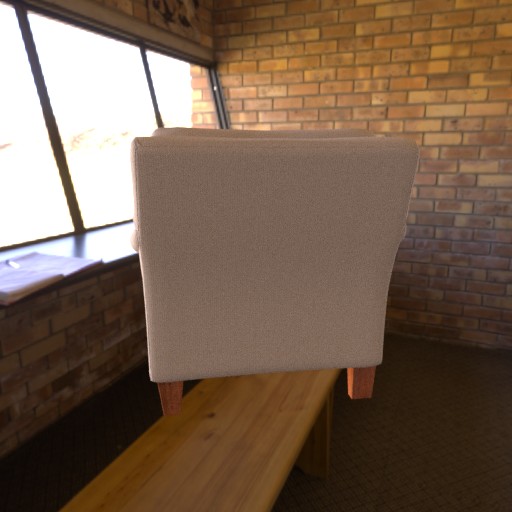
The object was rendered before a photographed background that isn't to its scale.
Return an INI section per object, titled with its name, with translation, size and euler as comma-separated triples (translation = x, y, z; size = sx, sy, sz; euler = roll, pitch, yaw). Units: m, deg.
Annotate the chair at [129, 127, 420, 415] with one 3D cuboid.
[chair]
translation = 0.000, 0.000, 1.909
size = 0.955, 1.038, 1.070
euler = -2, 14, -9
